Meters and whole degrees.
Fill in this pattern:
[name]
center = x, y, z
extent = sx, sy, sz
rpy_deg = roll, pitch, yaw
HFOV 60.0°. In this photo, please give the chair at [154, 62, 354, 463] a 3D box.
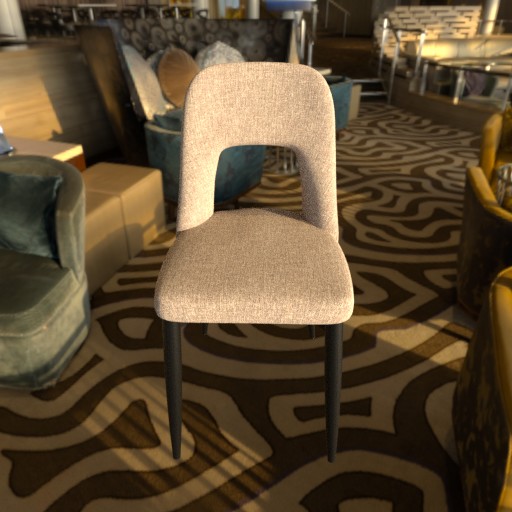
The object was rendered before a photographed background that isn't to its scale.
[chair]
center = 0.000, 0.000, 1.224
extent = 0.470, 0.931, 0.612
rpy_deg = 1, 29, 1
